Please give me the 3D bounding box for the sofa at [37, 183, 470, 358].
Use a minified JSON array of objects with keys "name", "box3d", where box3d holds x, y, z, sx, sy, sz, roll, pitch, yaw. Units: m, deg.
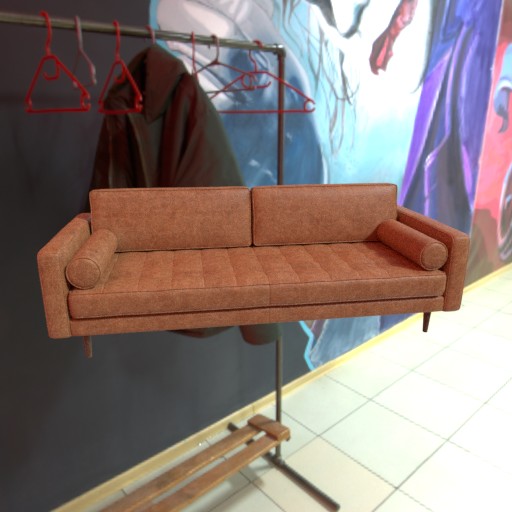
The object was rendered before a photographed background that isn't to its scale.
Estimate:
[{"name":"sofa","box3d":[0.000,0.000,2.650,2.200,0.770,0.919,-3,17,-8]}]
